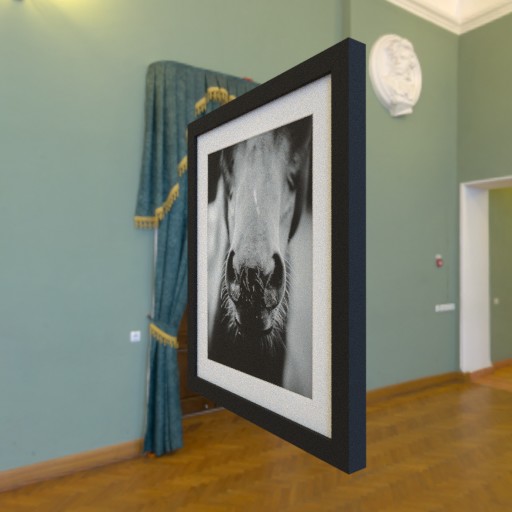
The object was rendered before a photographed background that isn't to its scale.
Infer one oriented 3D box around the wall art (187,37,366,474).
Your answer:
[{"bbox_3d":[0.000,0.000,0.761,0.033,0.559,0.457,0,0,-35],"label":"wall art"}]
